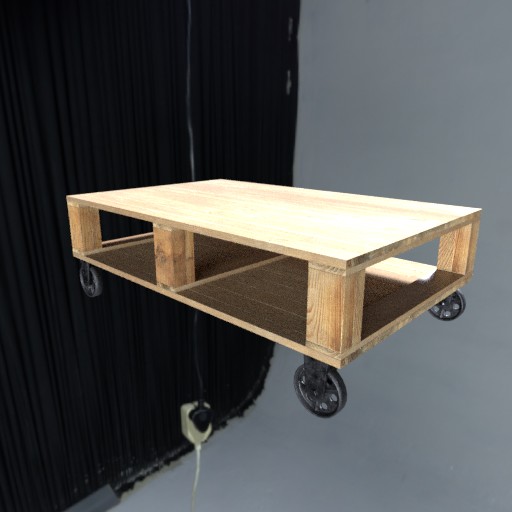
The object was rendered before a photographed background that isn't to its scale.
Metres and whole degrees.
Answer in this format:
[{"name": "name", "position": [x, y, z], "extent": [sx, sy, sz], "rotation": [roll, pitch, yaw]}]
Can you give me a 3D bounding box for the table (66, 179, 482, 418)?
[{"name": "table", "position": [0.000, 0.000, 1.680], "extent": [1.299, 0.413, 0.827], "rotation": [15, 22, 41]}]
